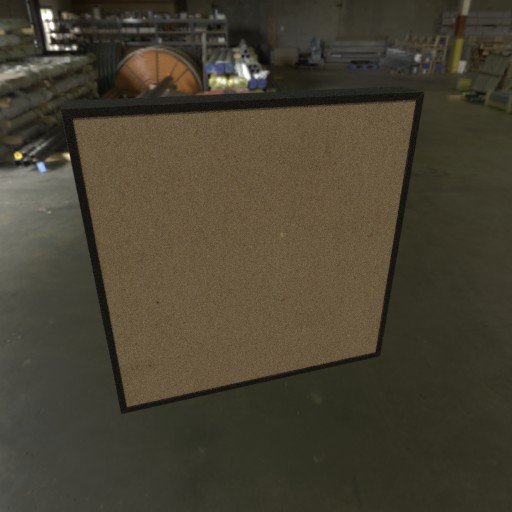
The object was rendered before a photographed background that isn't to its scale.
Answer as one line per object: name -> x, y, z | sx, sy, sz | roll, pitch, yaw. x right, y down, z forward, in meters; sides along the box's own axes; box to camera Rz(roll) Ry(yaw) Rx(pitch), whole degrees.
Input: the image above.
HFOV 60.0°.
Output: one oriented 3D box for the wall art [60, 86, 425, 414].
wall art -> 0.000, 0.000, 0.444 | 0.305, 0.305, 0.038 | -8, 29, -15
